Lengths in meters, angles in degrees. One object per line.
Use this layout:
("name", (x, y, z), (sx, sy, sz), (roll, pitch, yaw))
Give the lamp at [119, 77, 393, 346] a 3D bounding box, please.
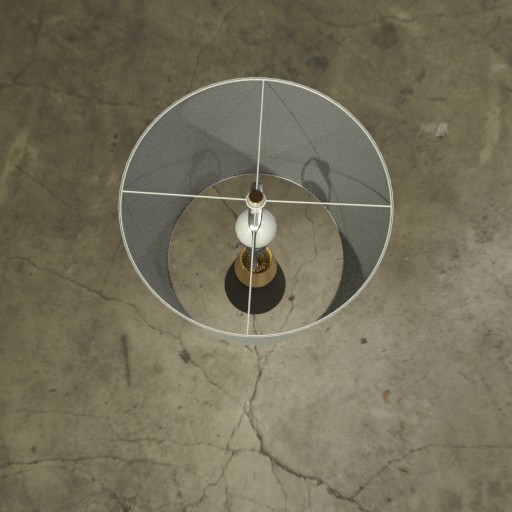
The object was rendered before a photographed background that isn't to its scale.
("lamp", (0.000, 0.000, 0.774), (0.308, 0.580, 0.308), (3, 77, 1))
